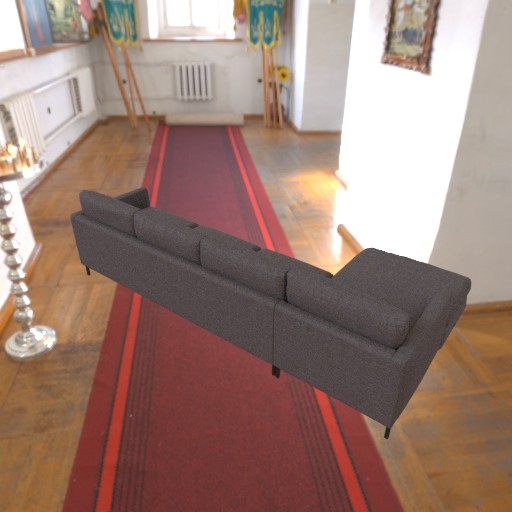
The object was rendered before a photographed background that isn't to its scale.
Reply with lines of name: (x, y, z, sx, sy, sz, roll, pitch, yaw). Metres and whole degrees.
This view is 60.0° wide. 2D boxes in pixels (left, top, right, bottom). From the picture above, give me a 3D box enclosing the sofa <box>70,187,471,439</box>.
sofa: (0.000, 0.000, 3.248, 2.731, 0.754, 1.258, 21, 36, 31)
